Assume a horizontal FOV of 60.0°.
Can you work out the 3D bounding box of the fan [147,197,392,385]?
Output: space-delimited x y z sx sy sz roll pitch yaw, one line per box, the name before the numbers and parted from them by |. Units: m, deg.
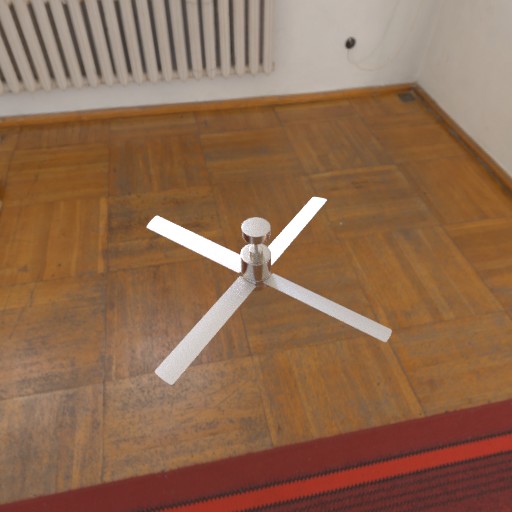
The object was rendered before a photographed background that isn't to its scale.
fan | 0.000 0.000 2.008 1.322 0.355 1.322 25 51 22
